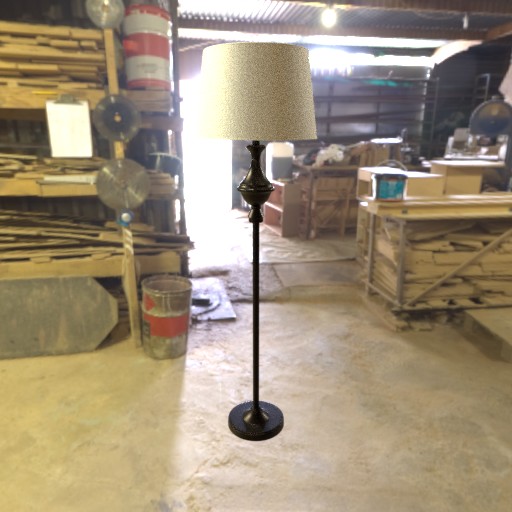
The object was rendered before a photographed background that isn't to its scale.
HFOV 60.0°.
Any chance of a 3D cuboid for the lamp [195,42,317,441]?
[{"bbox_3d":[0.000,0.000,1.689,0.431,1.484,0.431,0,16,0],"label":"lamp"}]
